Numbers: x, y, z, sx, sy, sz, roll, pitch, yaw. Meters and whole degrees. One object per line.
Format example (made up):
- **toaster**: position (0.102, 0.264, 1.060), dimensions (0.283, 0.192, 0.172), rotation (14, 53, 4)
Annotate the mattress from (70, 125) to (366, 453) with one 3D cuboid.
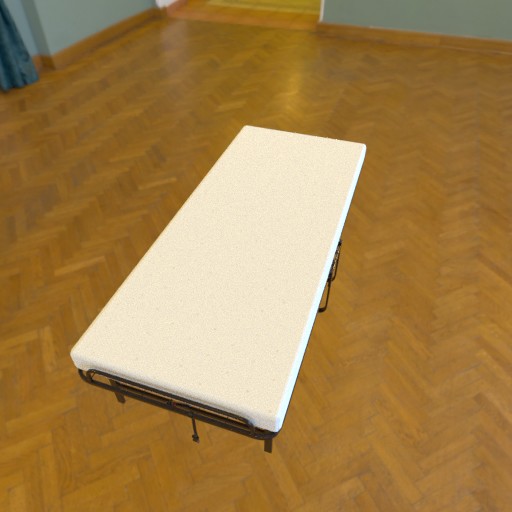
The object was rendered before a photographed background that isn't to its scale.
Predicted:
- **mattress**: position (0.000, 0.000, 2.558), dimensions (0.922, 0.519, 2.153), rotation (13, 44, 14)
